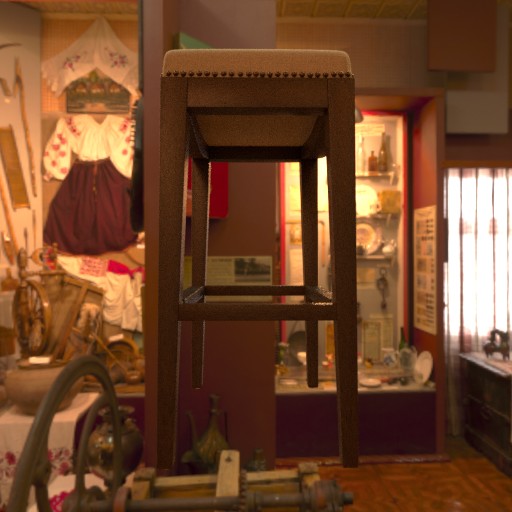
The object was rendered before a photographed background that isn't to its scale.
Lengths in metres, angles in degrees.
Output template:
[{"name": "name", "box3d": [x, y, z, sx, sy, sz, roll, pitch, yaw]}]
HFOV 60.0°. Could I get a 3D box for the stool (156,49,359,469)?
[{"name": "stool", "box3d": [0.000, 0.000, 1.029, 0.358, 0.759, 0.498, 0, 0, -1]}]
